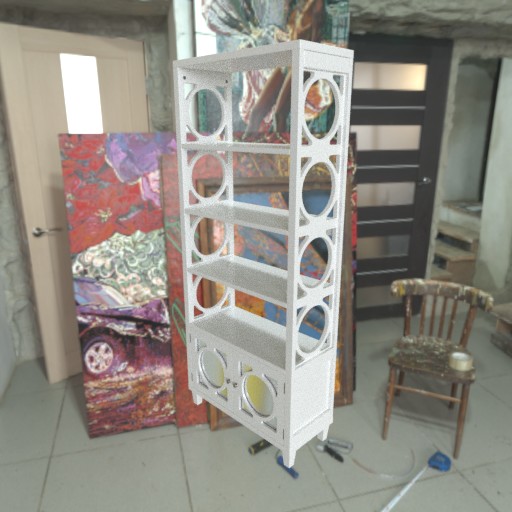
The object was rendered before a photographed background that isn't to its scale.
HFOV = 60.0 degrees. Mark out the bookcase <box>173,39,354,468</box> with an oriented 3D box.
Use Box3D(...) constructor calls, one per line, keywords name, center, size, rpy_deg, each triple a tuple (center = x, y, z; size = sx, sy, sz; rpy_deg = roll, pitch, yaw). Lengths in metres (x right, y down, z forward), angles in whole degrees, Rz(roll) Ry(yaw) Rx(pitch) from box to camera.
Box3D(name="bookcase", center=(0.000, 0.000, 2.152), size=(0.761, 1.869, 0.361), rpy_deg=(16, 23, 43))
